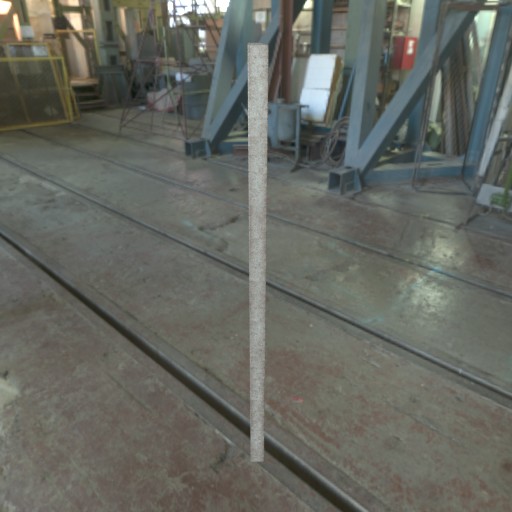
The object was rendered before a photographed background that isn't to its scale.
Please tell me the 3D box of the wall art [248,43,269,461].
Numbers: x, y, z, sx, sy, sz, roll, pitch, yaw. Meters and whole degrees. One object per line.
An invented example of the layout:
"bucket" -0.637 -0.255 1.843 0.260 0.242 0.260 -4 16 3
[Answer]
"wall art" 0.000 0.000 1.690 0.051 1.461 0.648 0 26 -1
